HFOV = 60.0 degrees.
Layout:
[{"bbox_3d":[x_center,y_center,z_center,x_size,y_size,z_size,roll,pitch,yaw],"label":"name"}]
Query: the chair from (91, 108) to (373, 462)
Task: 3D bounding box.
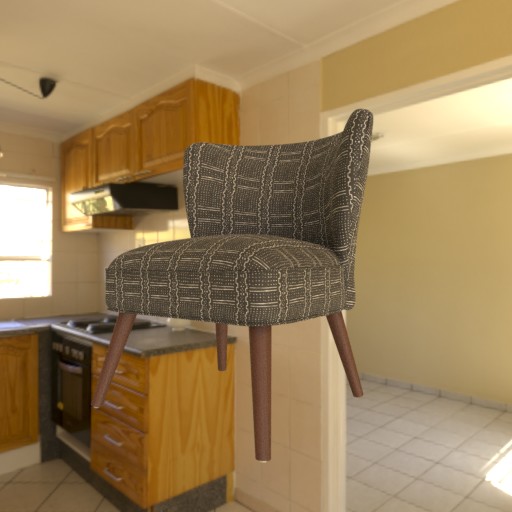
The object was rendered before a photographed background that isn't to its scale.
[{"bbox_3d":[0.000,0.000,1.385,0.710,0.866,0.758,0,-1,36],"label":"chair"}]
